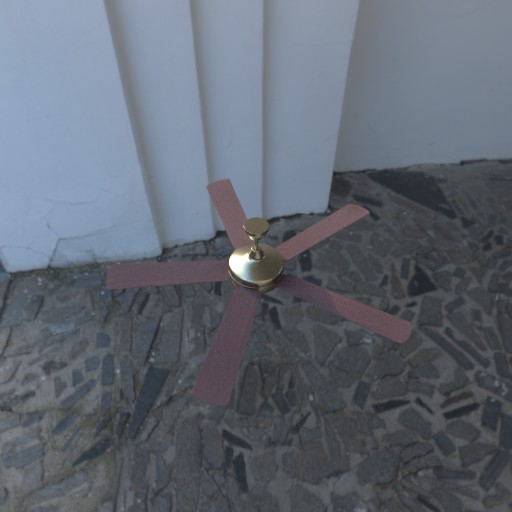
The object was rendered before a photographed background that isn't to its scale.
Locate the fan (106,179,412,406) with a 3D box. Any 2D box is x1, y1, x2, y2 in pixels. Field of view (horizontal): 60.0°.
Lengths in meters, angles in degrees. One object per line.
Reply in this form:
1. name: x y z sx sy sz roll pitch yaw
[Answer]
1. fan: 0.000 0.000 1.951 1.321 0.356 1.321 4 45 4
